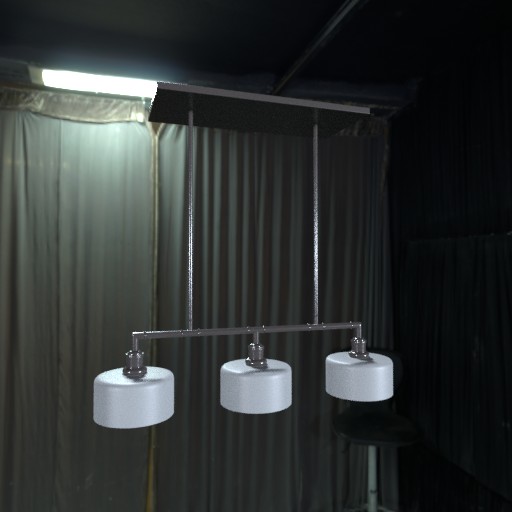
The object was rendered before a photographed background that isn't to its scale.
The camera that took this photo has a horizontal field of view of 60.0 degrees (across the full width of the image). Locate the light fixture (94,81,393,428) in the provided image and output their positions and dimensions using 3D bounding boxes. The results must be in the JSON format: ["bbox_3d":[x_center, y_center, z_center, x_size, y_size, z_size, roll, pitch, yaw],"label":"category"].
[{"bbox_3d":[0.000,0.000,0.852,0.582,0.557,0.177,0,-1,-18],"label":"light fixture"}]
